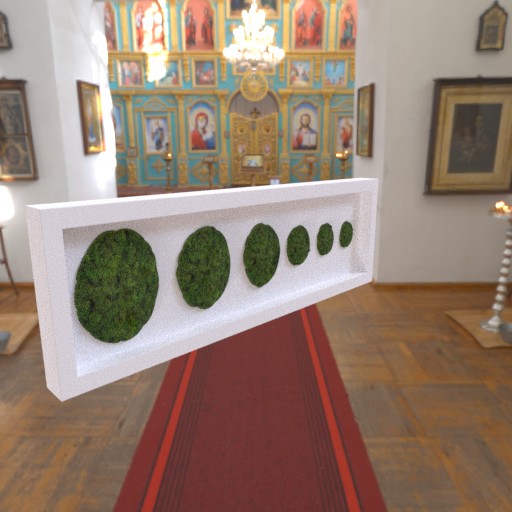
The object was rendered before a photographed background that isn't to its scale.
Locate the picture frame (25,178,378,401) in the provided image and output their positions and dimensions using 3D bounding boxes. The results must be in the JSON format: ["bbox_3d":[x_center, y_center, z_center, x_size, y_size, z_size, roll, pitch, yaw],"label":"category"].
[{"bbox_3d":[0.000,0.000,0.821,0.759,0.250,0.050,-13,19,-43],"label":"picture frame"}]
